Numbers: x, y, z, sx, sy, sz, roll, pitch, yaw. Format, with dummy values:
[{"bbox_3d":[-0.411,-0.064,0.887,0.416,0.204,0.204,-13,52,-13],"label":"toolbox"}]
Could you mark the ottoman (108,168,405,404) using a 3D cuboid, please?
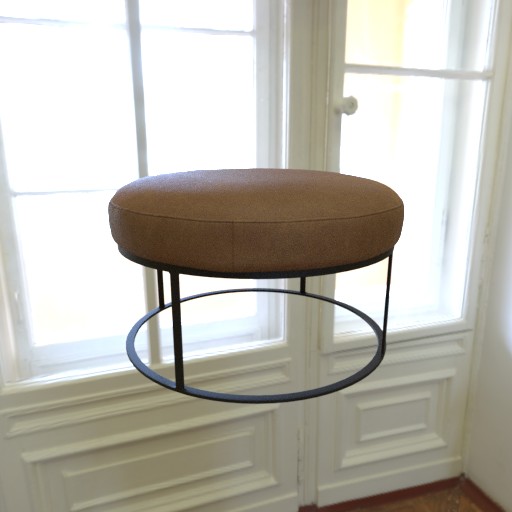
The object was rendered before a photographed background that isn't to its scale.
[{"bbox_3d":[0.000,0.000,1.244,0.771,0.460,0.771,0,15,0],"label":"ottoman"}]
